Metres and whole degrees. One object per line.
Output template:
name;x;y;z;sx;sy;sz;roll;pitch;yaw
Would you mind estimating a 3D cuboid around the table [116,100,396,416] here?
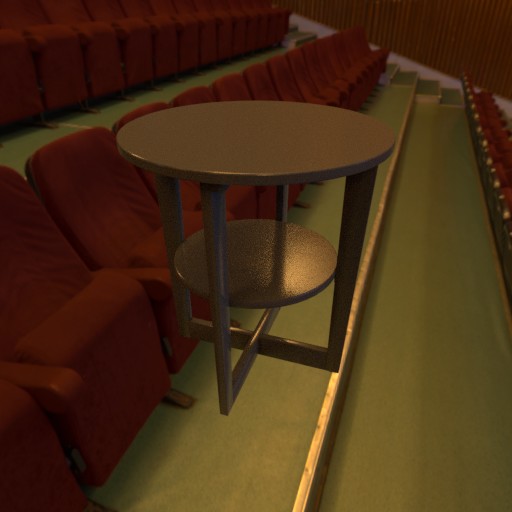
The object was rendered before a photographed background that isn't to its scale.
table;0.000;0.000;0.958;0.500;0.550;0.500;0;30;0
